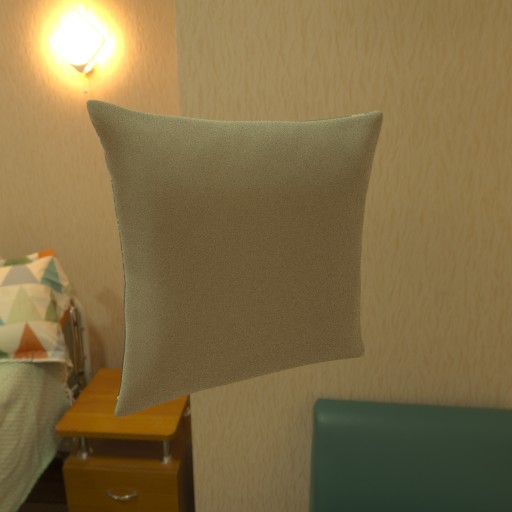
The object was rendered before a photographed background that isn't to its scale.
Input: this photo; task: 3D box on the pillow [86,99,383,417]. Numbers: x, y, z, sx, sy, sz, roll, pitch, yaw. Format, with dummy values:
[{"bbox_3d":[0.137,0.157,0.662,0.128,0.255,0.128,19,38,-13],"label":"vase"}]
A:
[{"bbox_3d":[0.000,0.000,0.790,0.525,0.508,0.166,-7,16,-25],"label":"pillow"}]
